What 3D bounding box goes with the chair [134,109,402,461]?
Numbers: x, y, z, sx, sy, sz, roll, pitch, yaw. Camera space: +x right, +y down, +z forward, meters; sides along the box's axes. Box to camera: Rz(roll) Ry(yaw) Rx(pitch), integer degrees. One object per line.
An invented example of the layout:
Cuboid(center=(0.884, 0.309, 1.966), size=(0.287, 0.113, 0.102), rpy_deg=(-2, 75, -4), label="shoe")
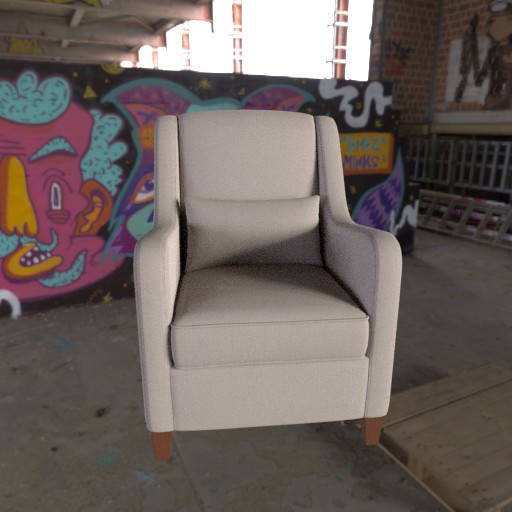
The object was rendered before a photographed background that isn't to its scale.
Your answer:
Cuboid(center=(0.000, 0.000, 1.561), size=(0.715, 1.010, 0.863), rpy_deg=(-2, 16, -6), label="chair")
